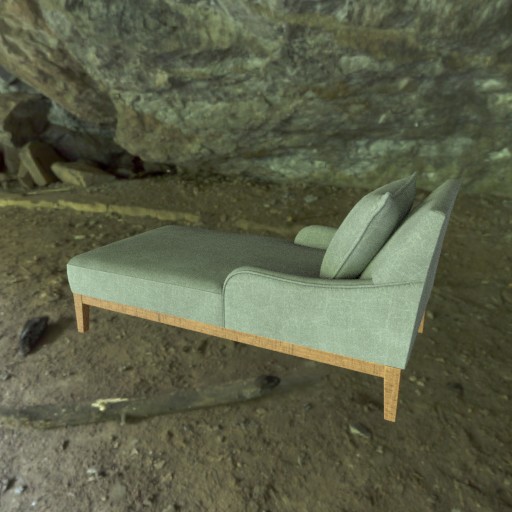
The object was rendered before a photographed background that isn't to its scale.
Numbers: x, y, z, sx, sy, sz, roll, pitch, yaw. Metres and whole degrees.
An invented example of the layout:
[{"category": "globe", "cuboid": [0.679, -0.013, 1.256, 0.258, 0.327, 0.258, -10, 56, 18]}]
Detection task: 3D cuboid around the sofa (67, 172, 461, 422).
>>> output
[{"category": "sofa", "cuboid": [0.000, 0.000, 2.264, 1.779, 0.859, 0.894, 9, 19, 25]}]
